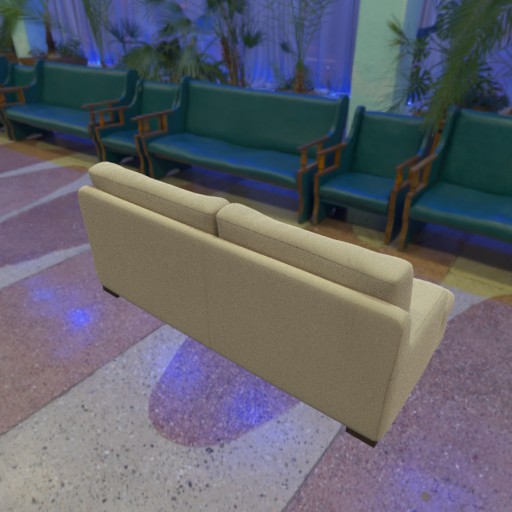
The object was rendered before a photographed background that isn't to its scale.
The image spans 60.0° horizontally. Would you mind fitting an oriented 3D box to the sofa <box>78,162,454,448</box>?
[{"bbox_3d":[0.000,0.000,2.671,2.147,0.925,0.929,22,37,32],"label":"sofa"}]
